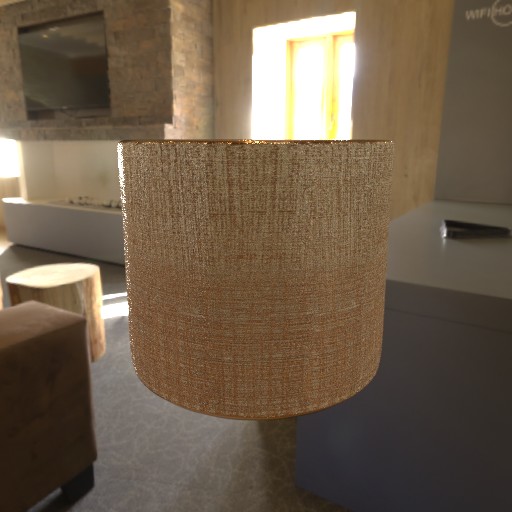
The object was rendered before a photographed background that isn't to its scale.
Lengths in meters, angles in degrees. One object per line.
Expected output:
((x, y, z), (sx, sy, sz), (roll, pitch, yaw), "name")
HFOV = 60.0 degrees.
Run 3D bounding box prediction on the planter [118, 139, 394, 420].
((0.000, 0.000, 0.310), (0.177, 0.157, 0.177), (0, 14, 0), "planter")
